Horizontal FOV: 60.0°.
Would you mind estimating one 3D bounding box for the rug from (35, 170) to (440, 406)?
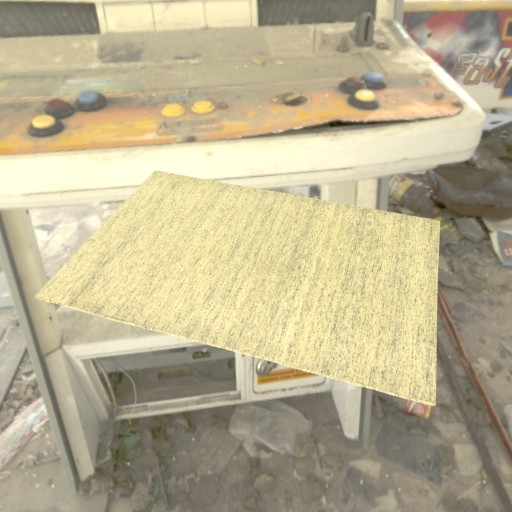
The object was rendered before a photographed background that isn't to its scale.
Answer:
[{"bbox_3d":[0.000,0.000,2.878,2.263,0.017,1.523,12,43,13],"label":"rug"}]
